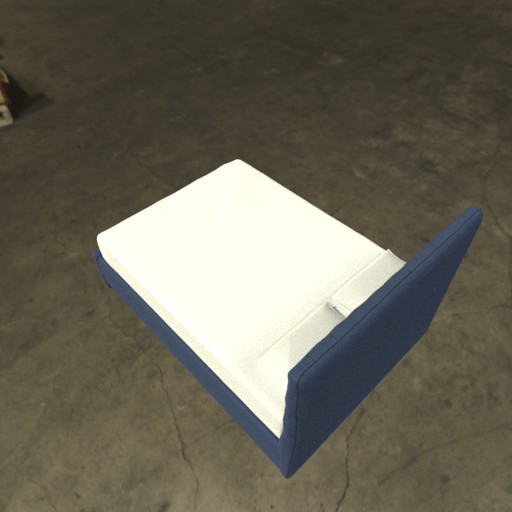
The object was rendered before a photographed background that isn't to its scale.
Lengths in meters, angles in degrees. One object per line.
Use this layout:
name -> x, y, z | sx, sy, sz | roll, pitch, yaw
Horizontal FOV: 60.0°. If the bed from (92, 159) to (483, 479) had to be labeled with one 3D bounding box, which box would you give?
bed -> 0.000, 0.000, 3.437 | 1.706, 1.427, 2.387 | -35, 56, -28
